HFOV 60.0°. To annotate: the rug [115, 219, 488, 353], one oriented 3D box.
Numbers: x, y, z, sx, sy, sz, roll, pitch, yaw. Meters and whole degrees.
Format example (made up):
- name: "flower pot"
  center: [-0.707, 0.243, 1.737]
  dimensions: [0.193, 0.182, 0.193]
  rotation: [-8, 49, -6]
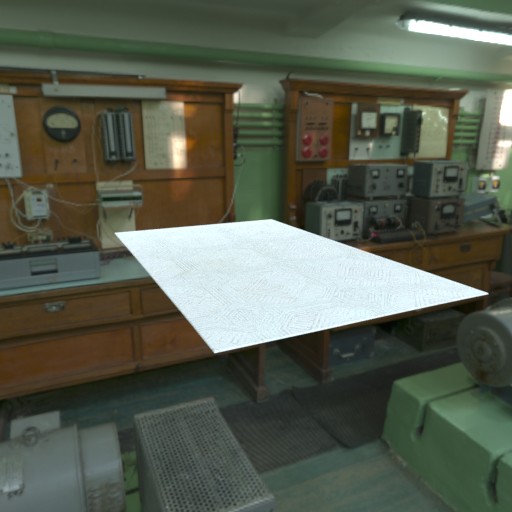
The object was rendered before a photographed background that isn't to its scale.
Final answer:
- name: "rug"
  center: [0.000, 0.000, 3.057]
  dimensions: [1.524, 0.008, 2.440]
  rotation: [-7, 16, -25]
